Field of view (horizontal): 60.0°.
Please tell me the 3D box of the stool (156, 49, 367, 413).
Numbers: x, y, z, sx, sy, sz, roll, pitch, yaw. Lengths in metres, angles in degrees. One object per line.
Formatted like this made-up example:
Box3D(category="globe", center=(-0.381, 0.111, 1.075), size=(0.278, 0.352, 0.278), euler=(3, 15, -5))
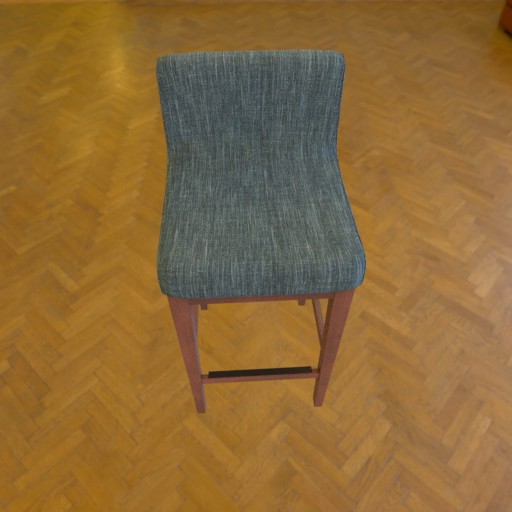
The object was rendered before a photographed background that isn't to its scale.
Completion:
Box3D(category="stool", center=(0.000, 0.000, 1.092), size=(0.395, 0.835, 0.459), euler=(-2, 46, -2))
